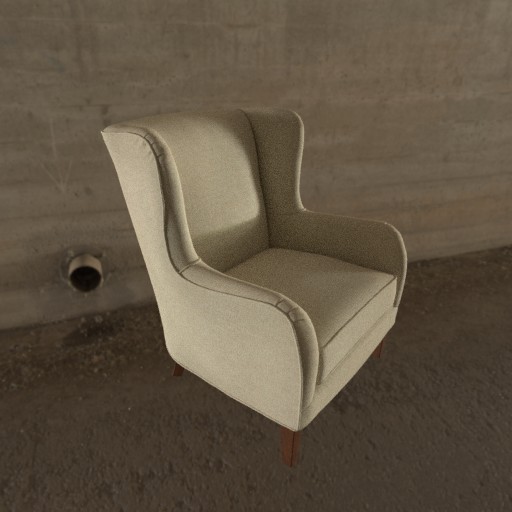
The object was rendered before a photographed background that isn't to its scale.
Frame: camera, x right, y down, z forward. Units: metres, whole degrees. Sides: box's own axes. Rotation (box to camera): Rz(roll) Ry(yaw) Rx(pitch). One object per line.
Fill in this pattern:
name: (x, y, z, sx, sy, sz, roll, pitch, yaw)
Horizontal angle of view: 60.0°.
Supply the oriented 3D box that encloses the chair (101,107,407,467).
chair: (0.000, 0.000, 1.756, 0.966, 1.040, 0.838, 17, 30, 33)
